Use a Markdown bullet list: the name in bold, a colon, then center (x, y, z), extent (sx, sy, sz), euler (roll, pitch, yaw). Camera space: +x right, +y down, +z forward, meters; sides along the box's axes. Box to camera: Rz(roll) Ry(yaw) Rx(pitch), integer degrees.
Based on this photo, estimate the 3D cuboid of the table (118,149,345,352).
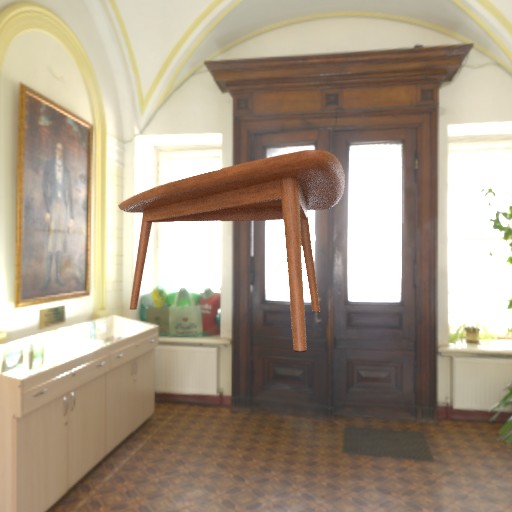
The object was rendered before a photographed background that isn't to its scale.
- **table**: center (0.000, 0.000, 1.311), extent (0.601, 0.365, 1.008), euler (0, -1, -36)
